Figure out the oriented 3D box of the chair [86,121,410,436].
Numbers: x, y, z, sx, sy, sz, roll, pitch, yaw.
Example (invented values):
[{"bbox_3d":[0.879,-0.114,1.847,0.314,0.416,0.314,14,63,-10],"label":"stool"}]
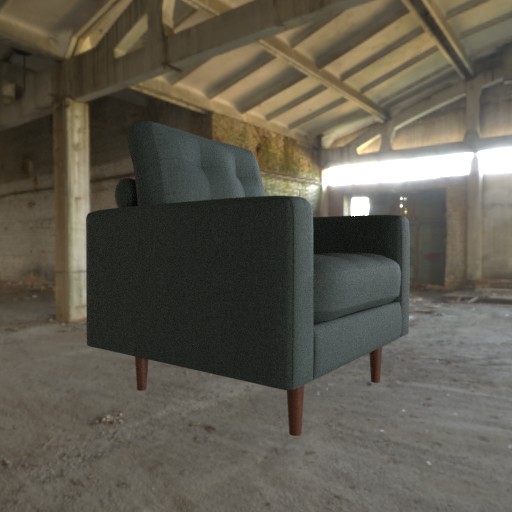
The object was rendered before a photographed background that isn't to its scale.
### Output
[{"bbox_3d":[0.000,0.000,1.514,0.843,0.880,0.821,1,1,36],"label":"chair"}]
